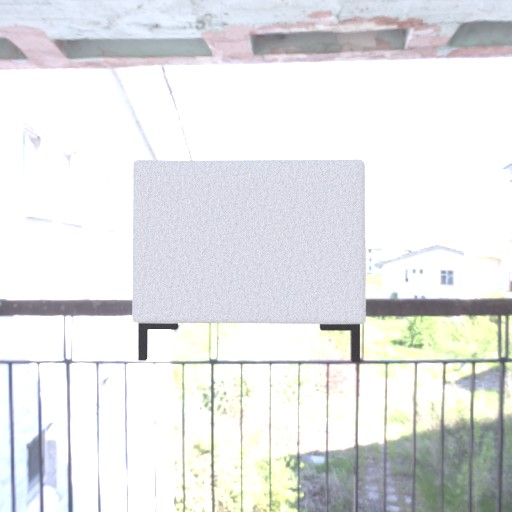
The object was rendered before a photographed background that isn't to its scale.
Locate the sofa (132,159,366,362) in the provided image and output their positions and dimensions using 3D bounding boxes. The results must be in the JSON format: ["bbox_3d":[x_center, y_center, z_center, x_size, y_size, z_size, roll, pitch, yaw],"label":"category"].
[{"bbox_3d":[0.000,0.000,2.344,0.746,0.641,1.985,0,0,1],"label":"sofa"}]
